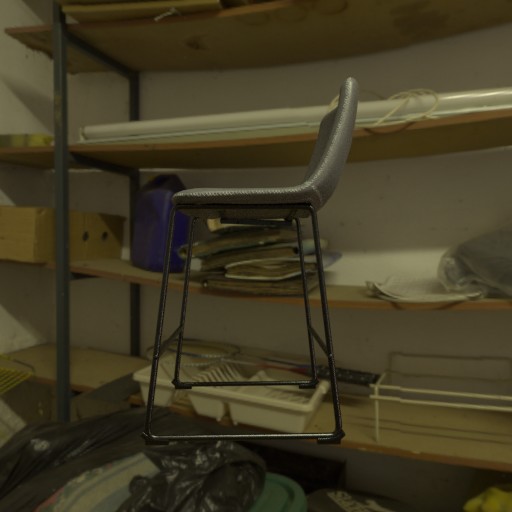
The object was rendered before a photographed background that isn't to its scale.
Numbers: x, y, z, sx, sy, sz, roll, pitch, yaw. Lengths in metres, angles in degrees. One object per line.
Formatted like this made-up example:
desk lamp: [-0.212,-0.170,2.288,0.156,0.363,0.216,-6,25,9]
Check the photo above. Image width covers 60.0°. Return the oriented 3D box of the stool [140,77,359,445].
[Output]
stool: [0.000,0.000,1.233,0.546,0.876,0.470,0,1,-1]
